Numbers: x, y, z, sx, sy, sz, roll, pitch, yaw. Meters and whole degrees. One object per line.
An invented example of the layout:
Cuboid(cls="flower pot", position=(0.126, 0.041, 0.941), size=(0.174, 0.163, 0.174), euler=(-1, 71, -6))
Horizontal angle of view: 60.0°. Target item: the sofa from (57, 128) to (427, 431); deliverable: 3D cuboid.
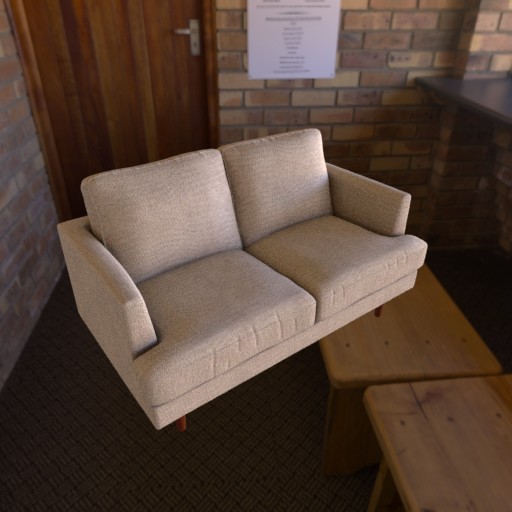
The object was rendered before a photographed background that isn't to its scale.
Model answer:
Cuboid(cls="sofa", position=(0.000, 0.000, 2.166), size=(1.582, 0.944, 0.903), euler=(-21, 37, -31))
